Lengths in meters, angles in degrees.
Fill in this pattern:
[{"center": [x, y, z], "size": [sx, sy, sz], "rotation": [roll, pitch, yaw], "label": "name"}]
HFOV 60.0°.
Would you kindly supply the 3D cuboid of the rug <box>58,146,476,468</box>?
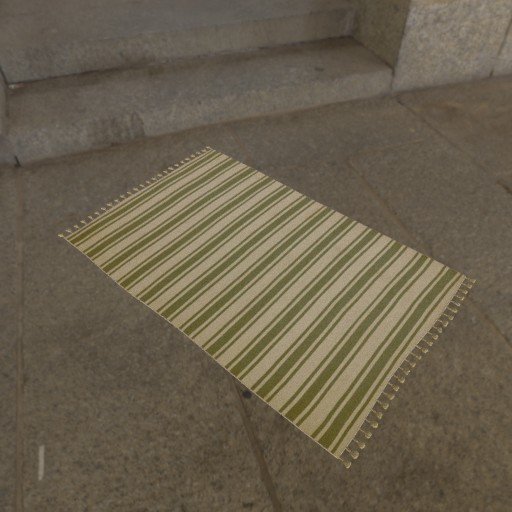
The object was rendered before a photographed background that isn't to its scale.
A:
[{"center": [0.000, 0.000, 2.292], "size": [1.875, 0.013, 1.162], "rotation": [32, 54, 27], "label": "rug"}]
